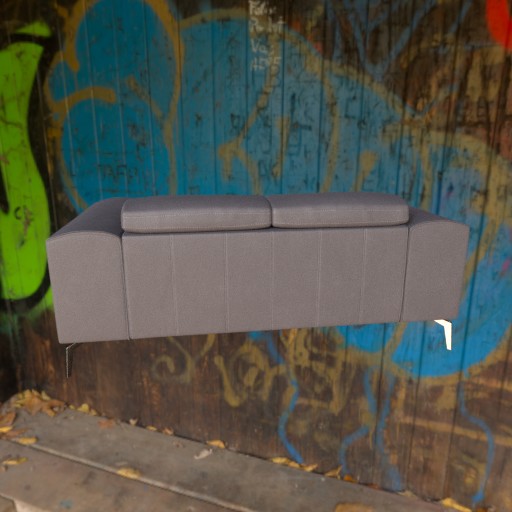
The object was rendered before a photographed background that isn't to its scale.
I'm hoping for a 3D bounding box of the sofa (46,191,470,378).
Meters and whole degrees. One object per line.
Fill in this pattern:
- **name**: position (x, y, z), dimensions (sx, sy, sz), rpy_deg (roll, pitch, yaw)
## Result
- **sofa**: position (0.000, 0.000, 2.444), dimensions (1.895, 0.779, 1.003), rpy_deg (-2, 16, -8)
